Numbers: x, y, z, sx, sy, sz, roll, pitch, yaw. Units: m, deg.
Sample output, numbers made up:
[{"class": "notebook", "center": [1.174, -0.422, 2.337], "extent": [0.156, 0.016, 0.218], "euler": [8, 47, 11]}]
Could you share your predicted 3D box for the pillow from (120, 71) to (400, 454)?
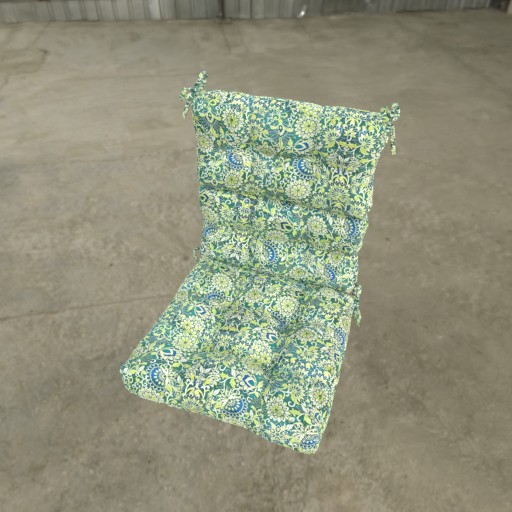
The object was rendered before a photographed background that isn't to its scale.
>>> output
[{"class": "pillow", "center": [0.000, 0.000, 1.013], "extent": [0.519, 0.605, 0.571], "euler": [13, 43, 15]}]
